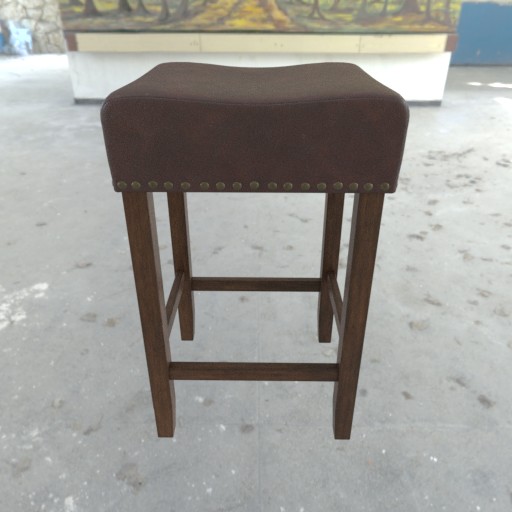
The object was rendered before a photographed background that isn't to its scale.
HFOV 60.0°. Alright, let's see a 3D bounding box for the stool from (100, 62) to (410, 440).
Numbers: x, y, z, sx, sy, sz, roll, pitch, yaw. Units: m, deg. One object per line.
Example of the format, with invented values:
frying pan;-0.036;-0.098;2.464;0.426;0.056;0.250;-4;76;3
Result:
stool;0.000;0.000;0.999;0.465;0.769;0.401;0;30;1
